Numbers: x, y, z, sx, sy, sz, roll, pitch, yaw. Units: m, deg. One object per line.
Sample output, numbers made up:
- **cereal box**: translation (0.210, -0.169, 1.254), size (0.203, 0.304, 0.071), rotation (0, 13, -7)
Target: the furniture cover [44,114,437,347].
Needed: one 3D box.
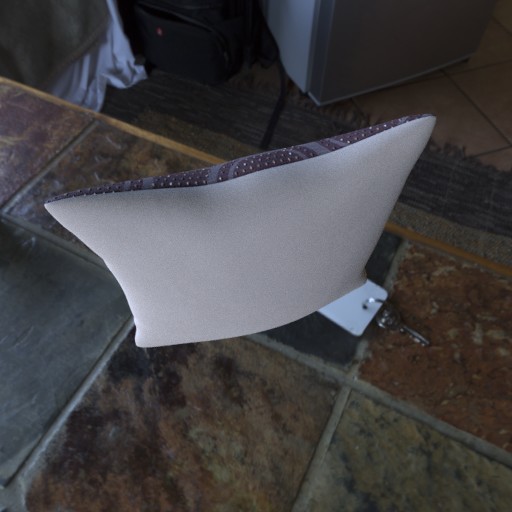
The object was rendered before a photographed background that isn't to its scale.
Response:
- **furniture cover**: translation (0.000, 0.000, 0.806), size (0.552, 0.509, 0.193), rotation (-15, 60, -9)
